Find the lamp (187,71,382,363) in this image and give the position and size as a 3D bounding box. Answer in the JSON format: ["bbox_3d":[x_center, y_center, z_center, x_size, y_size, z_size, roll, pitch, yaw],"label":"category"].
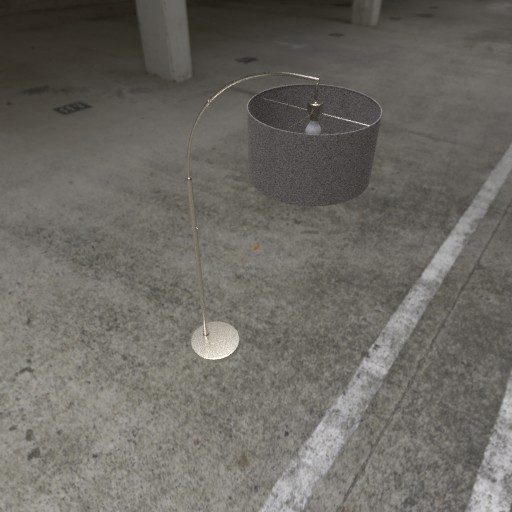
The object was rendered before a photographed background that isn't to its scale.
[{"bbox_3d":[0.000,0.000,2.101,0.934,1.735,0.452,25,46,27],"label":"lamp"}]
